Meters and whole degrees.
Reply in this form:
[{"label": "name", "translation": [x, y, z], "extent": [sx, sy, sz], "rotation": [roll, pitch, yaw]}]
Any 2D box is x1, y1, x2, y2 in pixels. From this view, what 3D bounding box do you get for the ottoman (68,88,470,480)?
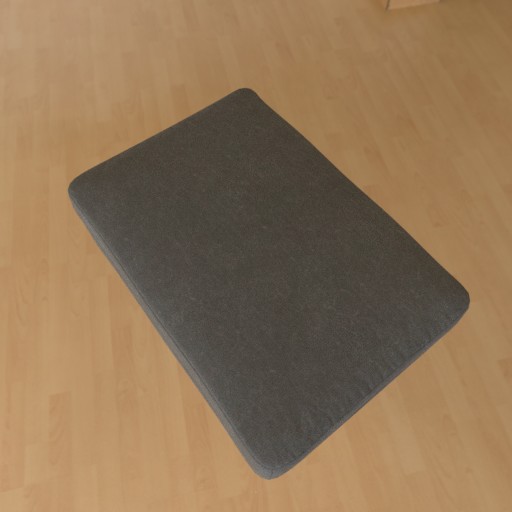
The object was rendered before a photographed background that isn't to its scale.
[{"label": "ottoman", "translation": [0.000, 0.000, 1.562], "extent": [0.840, 0.429, 1.199], "rotation": [-34, 67, -17]}]
